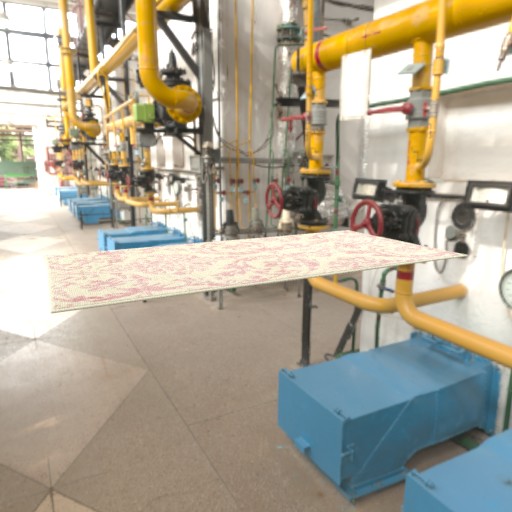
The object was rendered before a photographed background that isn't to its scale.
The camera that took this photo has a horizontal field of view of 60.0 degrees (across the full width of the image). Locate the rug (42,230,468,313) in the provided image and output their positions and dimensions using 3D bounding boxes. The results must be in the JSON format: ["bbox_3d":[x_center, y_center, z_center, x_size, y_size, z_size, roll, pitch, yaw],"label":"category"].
[{"bbox_3d":[0.000,0.000,1.411,1.219,0.007,0.604,-6,13,-26],"label":"rug"}]
